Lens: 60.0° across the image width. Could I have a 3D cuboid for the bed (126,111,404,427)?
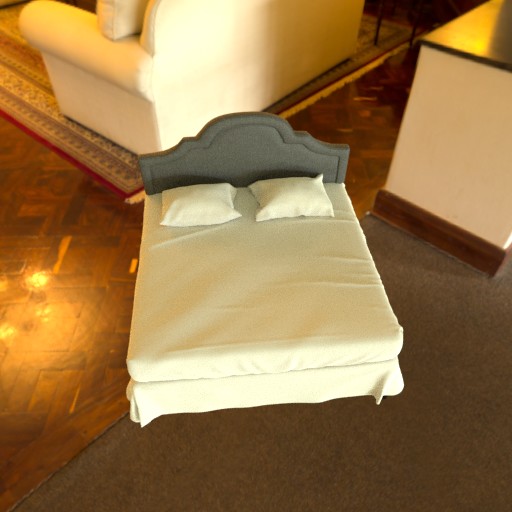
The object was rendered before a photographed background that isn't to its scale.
[{"bbox_3d":[0.000,0.000,3.769,2.303,1.631,2.222,-4,46,-4],"label":"bed"}]
